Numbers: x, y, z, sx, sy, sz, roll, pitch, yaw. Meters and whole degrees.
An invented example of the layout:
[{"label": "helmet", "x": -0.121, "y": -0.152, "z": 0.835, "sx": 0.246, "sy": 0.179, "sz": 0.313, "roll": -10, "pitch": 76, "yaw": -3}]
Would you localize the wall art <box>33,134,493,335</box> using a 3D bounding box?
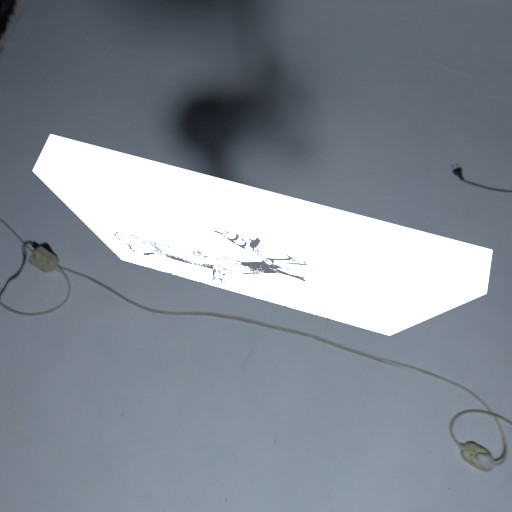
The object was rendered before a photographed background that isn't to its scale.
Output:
[{"label": "wall art", "x": 0.000, "y": 0.000, "z": 0.486, "sx": 0.381, "sy": 0.259, "sz": 0.038, "roll": 16, "pitch": 73, "yaw": 5}]
